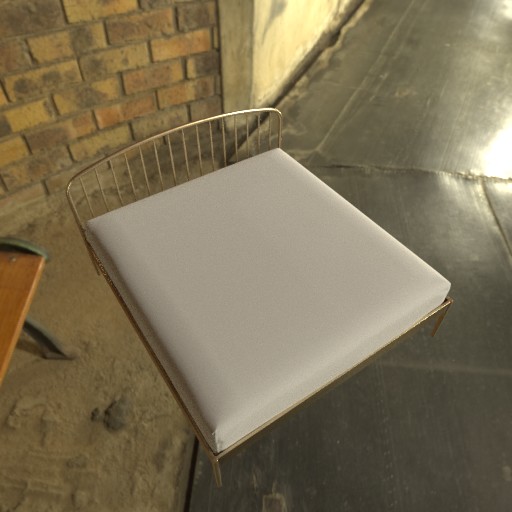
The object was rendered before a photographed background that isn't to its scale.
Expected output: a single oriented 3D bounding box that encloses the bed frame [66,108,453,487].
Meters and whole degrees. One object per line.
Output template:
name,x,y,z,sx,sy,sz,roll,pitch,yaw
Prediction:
bed frame,0.000,0.000,3.347,2.016,1.174,2.152,-26,52,-23
